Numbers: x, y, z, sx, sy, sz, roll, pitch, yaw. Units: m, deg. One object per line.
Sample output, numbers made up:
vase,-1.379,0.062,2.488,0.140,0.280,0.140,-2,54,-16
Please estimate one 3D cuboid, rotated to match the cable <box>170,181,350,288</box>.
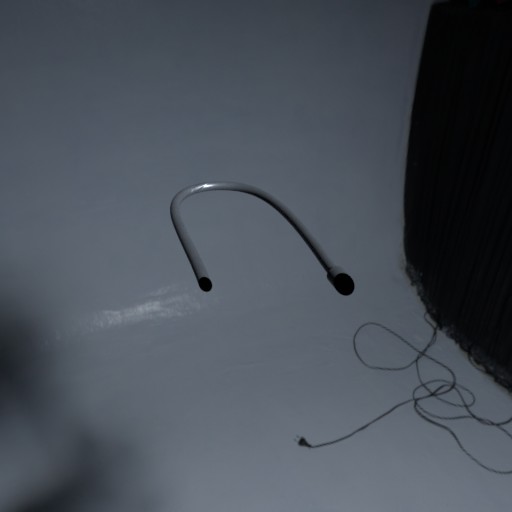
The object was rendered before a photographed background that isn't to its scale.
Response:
cable,0.000,0.000,0.111,0.041,0.005,0.098,-10,33,-15
